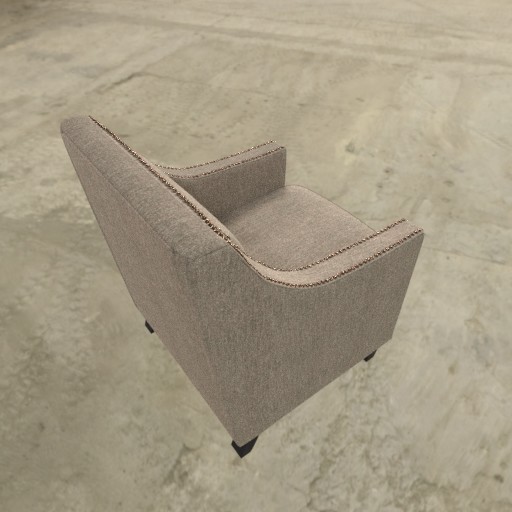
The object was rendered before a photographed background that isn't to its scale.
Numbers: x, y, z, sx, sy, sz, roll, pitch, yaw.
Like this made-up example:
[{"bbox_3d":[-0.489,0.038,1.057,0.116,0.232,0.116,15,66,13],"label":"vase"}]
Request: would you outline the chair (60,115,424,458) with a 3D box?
[{"bbox_3d":[0.000,0.000,1.554,0.884,0.967,0.776,-26,48,-27],"label":"chair"}]
